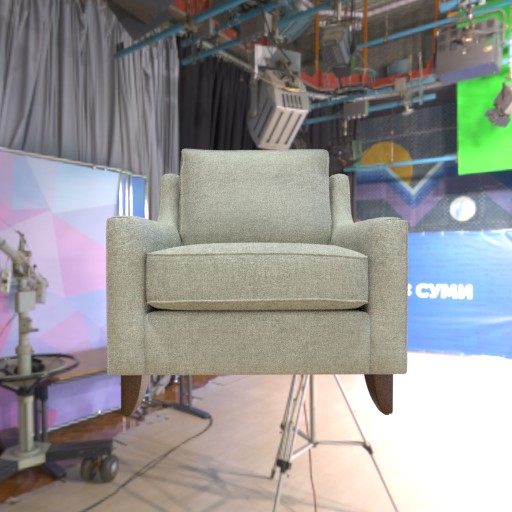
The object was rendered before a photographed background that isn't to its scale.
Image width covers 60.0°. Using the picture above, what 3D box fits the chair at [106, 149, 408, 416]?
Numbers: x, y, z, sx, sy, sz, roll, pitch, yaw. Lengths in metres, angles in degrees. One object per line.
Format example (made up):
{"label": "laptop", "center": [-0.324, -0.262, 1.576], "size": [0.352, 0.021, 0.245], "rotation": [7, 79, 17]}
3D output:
{"label": "chair", "center": [0.000, 0.000, 1.584], "size": [0.838, 0.864, 0.918], "rotation": [0, 1, -1]}
